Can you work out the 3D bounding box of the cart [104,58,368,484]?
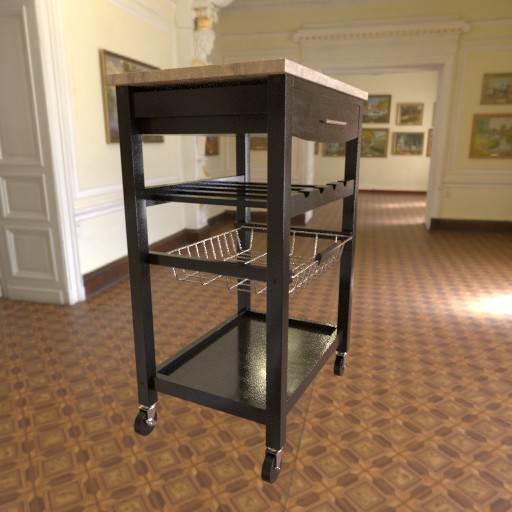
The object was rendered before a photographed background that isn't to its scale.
[{"bbox_3d":[0.000,0.000,1.155,0.403,0.839,0.584,7,16,26],"label":"cart"}]
